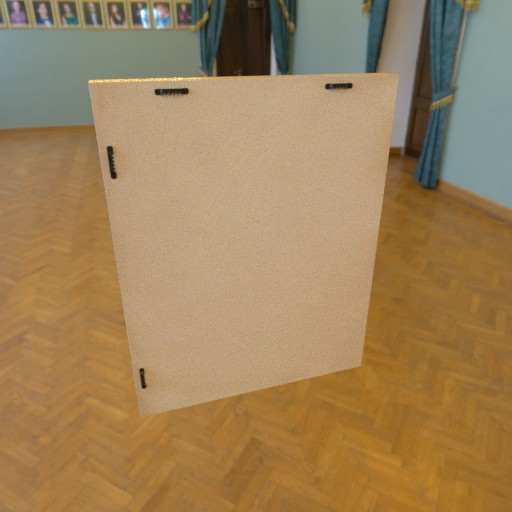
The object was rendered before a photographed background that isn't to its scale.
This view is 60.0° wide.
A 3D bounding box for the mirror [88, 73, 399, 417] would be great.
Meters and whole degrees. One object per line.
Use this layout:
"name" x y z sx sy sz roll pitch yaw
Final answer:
"mirror" 0.000 0.000 0.678 0.406 0.509 0.041 -8 27 -16
